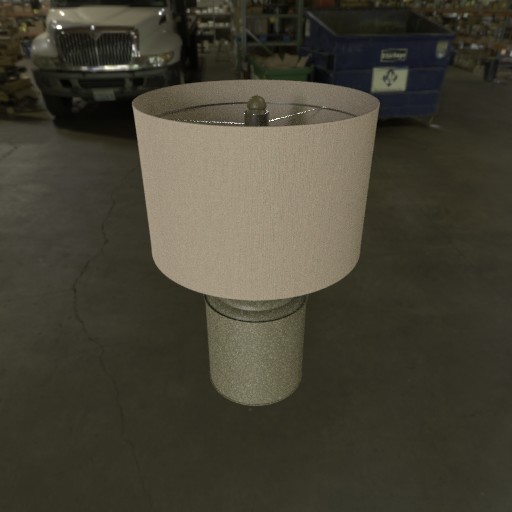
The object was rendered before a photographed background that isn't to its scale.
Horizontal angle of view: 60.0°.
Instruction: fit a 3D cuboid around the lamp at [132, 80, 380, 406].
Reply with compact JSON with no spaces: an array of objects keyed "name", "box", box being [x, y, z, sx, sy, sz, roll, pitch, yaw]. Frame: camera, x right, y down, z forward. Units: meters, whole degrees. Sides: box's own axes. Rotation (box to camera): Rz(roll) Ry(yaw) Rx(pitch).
[{"name":"lamp","box":[0.000,0.000,0.704,0.318,0.486,0.318,0,30,0]}]
